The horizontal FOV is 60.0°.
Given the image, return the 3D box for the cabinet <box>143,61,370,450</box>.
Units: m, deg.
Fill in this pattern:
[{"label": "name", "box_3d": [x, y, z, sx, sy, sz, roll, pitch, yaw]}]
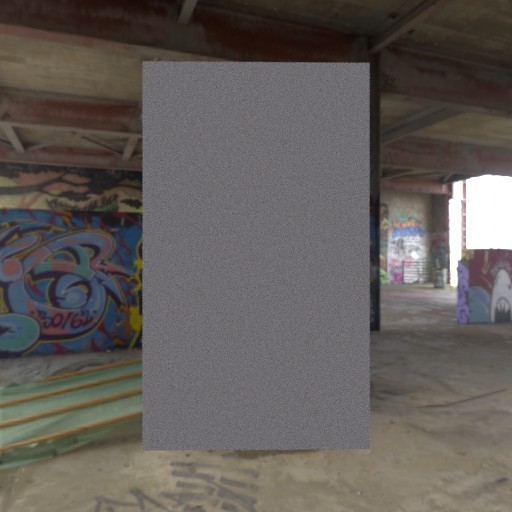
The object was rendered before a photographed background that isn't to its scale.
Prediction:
[{"label": "cabinet", "box_3d": [0.000, 0.000, 1.588, 0.750, 1.280, 0.250, 0, 0, -1]}]
